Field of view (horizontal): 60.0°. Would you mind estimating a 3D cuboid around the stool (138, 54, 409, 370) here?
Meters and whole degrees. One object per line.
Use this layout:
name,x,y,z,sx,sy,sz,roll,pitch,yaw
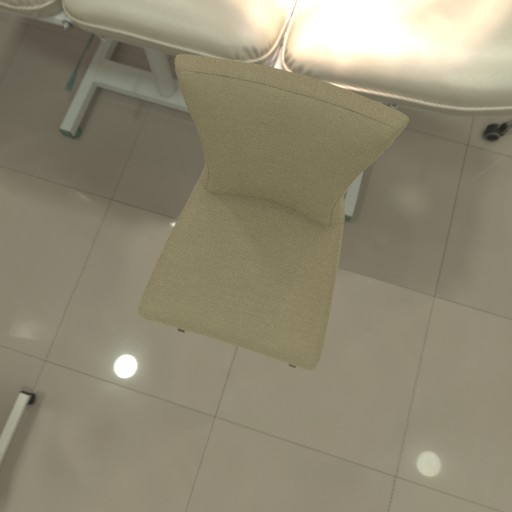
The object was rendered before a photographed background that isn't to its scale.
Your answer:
stool,0.000,0.000,1.378,0.514,1.086,0.574,17,77,4
